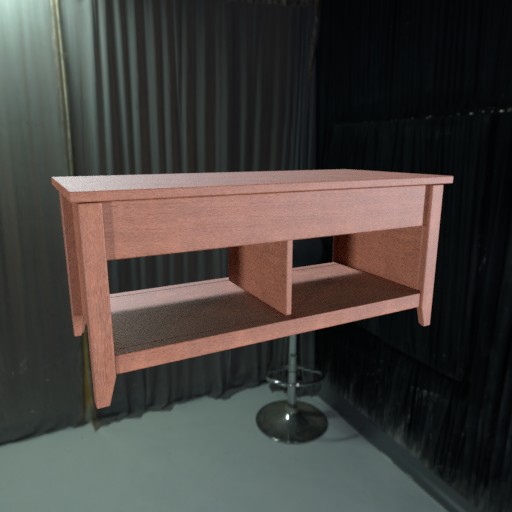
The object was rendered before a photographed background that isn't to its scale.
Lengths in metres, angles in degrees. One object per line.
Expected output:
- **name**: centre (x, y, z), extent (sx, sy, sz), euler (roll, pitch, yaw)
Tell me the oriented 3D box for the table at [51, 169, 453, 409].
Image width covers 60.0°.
- **table**: centre (0.000, 0.000, 1.292), extent (1.016, 0.457, 0.483), euler (-7, 15, -27)
